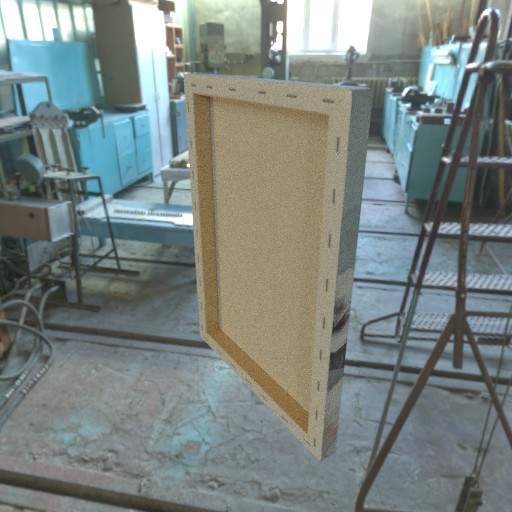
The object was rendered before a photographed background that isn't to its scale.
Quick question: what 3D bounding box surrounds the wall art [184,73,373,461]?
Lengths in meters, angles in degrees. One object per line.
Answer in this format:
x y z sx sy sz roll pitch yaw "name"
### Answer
0.000 0.000 0.825 0.037 0.613 0.455 -16 29 -30 "wall art"
